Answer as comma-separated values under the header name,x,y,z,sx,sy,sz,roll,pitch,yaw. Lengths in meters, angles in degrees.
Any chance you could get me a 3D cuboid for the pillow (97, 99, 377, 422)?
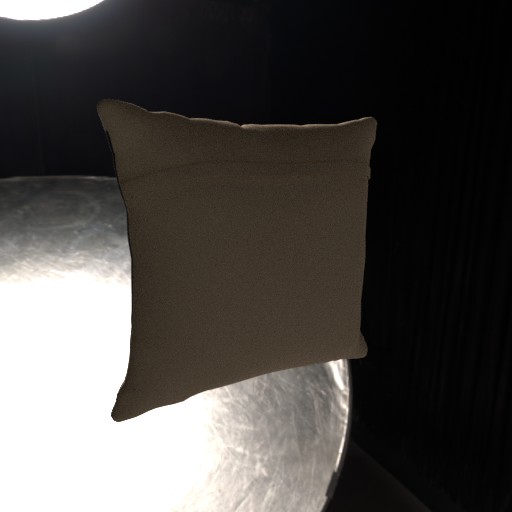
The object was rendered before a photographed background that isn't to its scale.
name,x,y,z,sx,sy,sz,roll,pitch,yaw
pillow,0.000,0.000,0.789,0.536,0.506,0.229,-7,15,-27
